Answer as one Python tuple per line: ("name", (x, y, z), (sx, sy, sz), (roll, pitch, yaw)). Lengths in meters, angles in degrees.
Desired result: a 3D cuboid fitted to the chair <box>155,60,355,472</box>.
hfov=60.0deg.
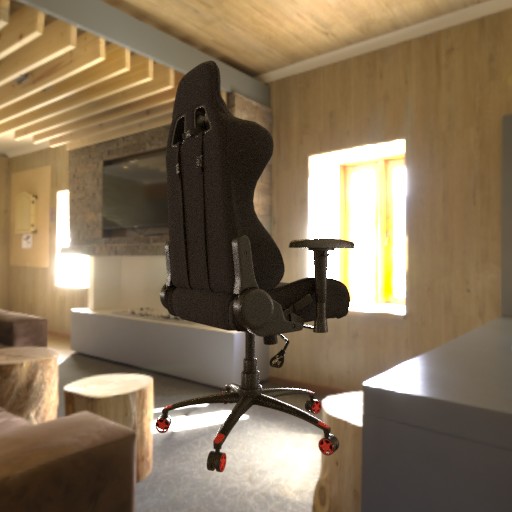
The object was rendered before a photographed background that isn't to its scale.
("chair", (0.000, 0.000, 1.700), (0.658, 1.326, 0.695), (0, 0, -36))
